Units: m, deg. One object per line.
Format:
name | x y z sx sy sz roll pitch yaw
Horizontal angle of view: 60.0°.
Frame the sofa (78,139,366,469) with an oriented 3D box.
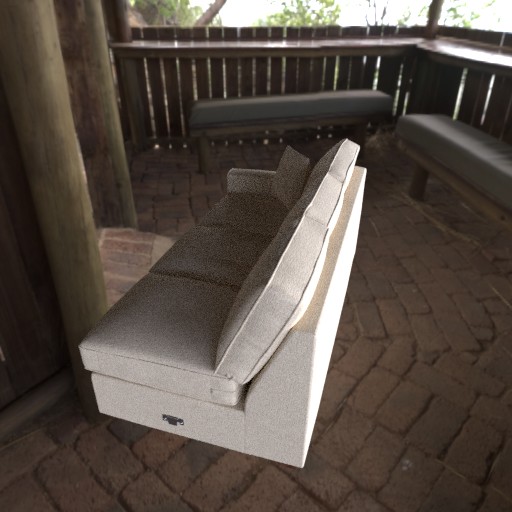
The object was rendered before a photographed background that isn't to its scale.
sofa | 0.000 0.000 2.558 1.034 0.946 1.962 9 31 15
